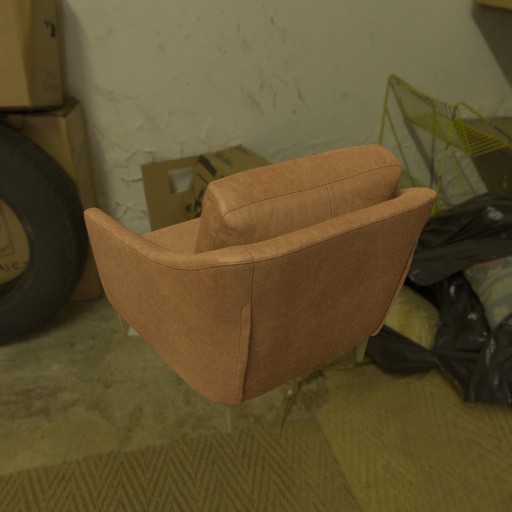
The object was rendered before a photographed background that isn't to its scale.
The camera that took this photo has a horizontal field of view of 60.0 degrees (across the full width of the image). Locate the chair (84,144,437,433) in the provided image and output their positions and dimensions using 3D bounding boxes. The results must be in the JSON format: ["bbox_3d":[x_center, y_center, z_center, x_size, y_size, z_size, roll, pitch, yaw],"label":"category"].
[{"bbox_3d":[0.000,0.000,1.672,0.988,0.895,0.963,-19,36,-28],"label":"chair"}]
